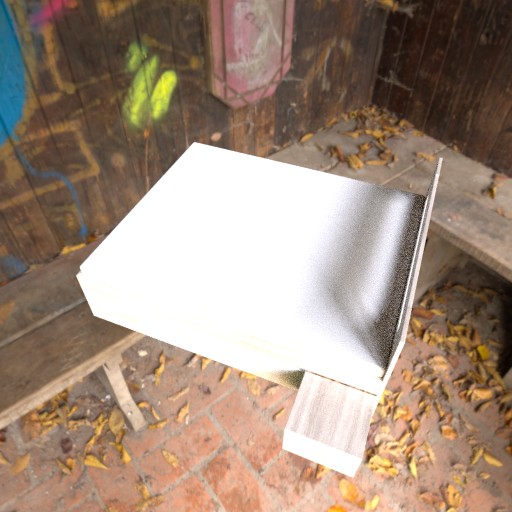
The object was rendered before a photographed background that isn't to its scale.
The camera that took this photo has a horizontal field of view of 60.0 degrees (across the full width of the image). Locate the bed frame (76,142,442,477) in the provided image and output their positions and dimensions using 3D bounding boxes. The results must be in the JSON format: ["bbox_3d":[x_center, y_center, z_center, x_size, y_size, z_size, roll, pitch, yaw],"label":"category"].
[{"bbox_3d":[0.000,0.000,3.097,2.050,0.860,2.040,16,49,15],"label":"bed frame"}]
